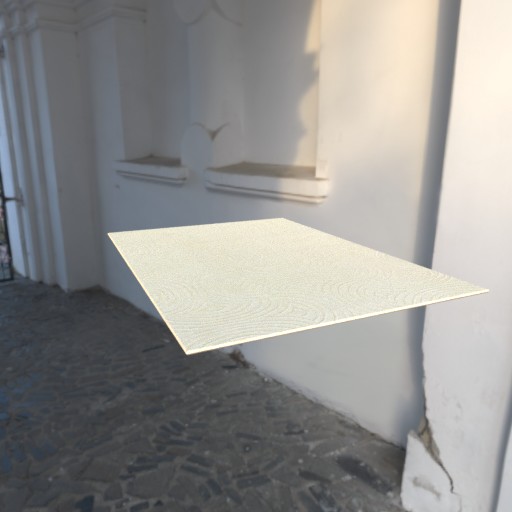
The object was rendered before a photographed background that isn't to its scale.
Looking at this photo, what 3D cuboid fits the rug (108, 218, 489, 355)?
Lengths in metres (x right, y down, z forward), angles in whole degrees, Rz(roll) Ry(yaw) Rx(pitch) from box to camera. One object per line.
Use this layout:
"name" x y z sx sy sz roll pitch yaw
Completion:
"rug" 0.000 0.000 2.788 1.526 0.015 2.132 -7 17 -24
